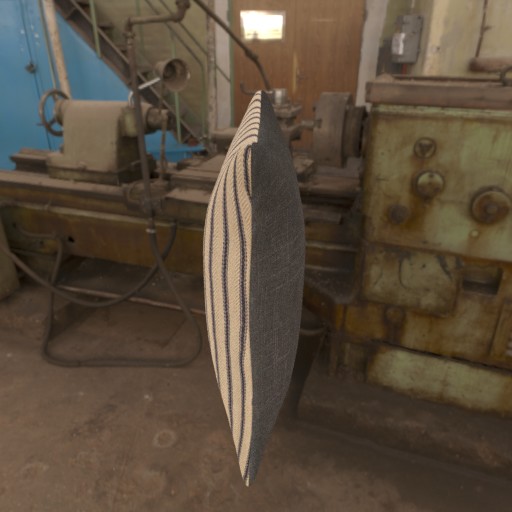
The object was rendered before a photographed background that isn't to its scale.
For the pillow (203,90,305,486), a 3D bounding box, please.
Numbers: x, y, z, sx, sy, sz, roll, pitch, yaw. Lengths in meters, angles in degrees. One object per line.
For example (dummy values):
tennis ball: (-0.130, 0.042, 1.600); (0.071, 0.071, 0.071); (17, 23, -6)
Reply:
pillow: (0.000, 0.000, 0.689); (0.138, 0.444, 0.468); (1, 27, 2)
